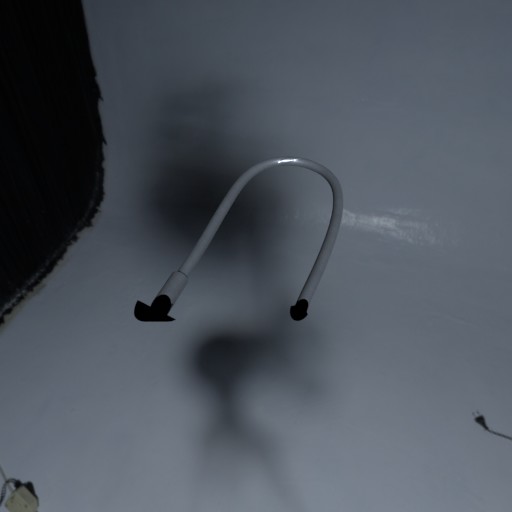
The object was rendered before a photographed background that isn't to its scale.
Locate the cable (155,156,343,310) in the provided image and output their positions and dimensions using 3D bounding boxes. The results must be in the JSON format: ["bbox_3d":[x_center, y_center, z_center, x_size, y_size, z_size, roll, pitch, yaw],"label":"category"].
[{"bbox_3d":[0.000,0.000,0.113,0.041,0.005,0.098,13,44,14],"label":"cable"}]
